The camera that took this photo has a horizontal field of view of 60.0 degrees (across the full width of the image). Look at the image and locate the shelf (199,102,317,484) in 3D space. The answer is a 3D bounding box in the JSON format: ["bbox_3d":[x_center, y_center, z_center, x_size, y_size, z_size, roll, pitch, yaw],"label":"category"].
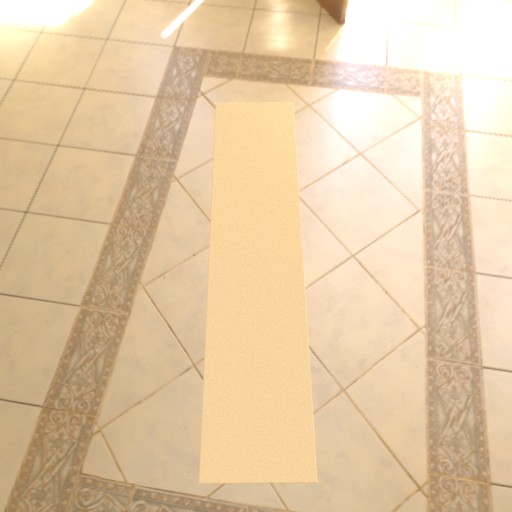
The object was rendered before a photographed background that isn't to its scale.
[{"bbox_3d":[0.000,0.000,0.668,0.140,0.020,0.610,0,63,0],"label":"shelf"}]
